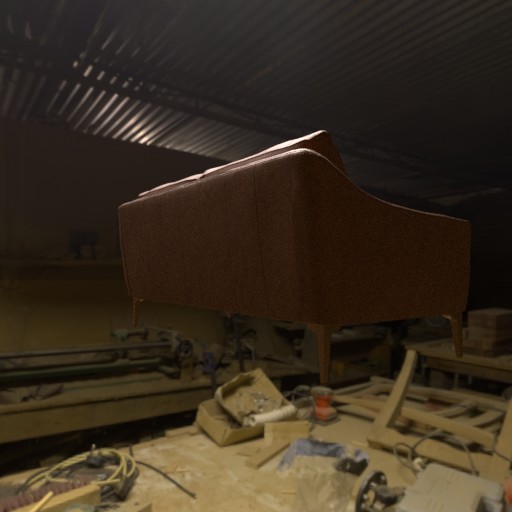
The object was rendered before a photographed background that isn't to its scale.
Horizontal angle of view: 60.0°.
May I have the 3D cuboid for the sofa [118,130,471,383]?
[{"bbox_3d":[0.000,0.000,2.535,0.981,0.945,2.036,1,-2,-36],"label":"sofa"}]
